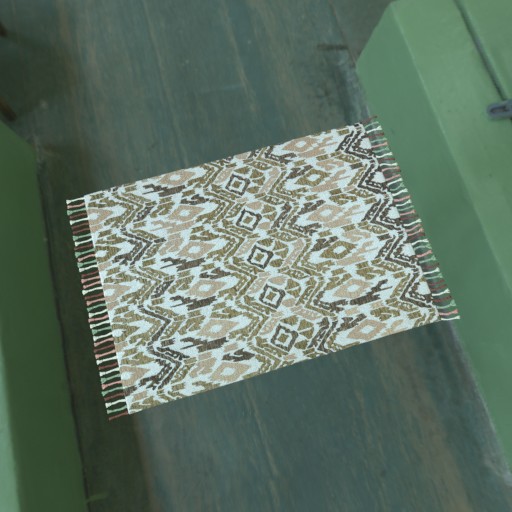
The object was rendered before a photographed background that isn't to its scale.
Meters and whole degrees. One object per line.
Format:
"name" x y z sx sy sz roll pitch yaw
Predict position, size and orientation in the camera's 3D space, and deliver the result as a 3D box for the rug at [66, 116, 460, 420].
"rug" 0.000 0.000 2.340 1.829 0.008 1.219 -16 75 -4
